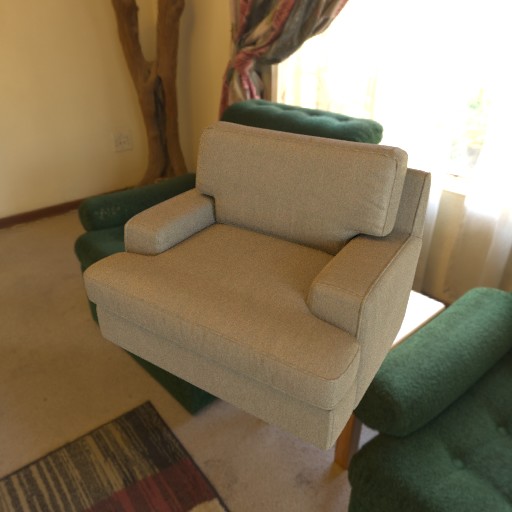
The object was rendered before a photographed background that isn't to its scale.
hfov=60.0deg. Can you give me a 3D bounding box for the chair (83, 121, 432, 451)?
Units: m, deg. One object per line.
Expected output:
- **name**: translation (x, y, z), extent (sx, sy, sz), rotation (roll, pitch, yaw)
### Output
- **chair**: translation (0.000, 0.000, 2.020), extent (1.270, 0.974, 1.043), rotation (17, 33, 28)
